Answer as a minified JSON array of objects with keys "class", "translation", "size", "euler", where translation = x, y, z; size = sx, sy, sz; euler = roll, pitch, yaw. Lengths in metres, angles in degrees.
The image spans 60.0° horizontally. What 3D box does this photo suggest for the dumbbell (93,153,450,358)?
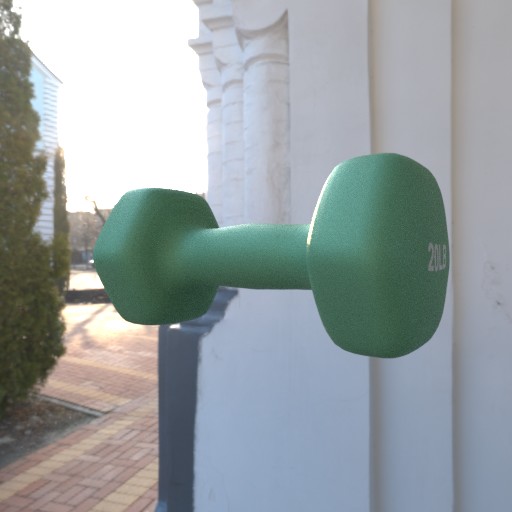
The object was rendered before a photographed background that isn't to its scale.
[{"class":"dumbbell","translation":[0.000,0.000,0.330],"size":[0.260,0.117,0.129],"euler":[0,0,37]}]
